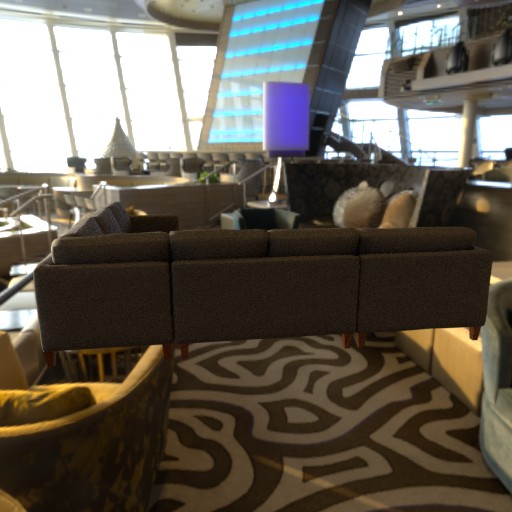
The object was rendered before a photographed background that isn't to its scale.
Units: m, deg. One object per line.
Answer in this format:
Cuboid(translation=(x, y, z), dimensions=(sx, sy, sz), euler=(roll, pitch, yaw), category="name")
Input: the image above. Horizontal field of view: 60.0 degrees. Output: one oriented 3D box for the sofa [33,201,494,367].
Cuboid(translation=(0.000, 0.000, 4.508), dimensions=(3.460, 0.961, 2.594), euler=(-2, 13, -8), category="sofa")
